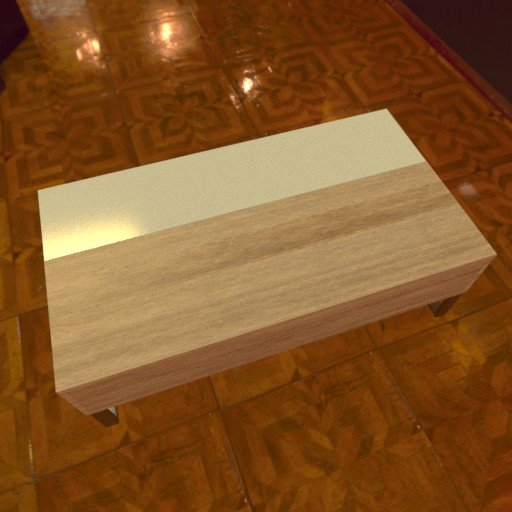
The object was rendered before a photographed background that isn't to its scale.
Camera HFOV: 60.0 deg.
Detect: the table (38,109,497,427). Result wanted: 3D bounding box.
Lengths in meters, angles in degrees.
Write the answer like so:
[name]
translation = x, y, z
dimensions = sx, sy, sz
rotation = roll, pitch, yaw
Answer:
[table]
translation = 0.000, 0.000, 1.339
dimensions = 1.100, 0.350, 0.600
rotation = -16, 58, -10
